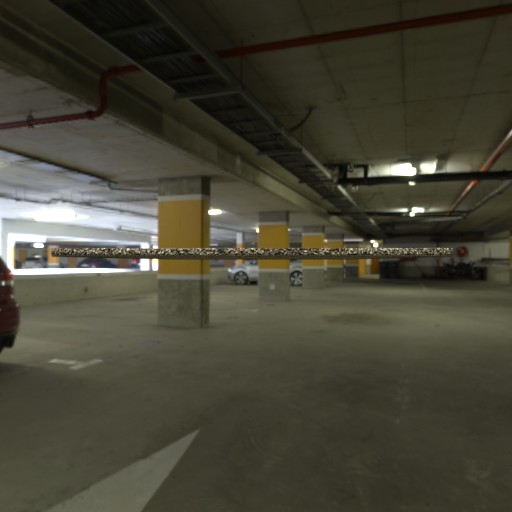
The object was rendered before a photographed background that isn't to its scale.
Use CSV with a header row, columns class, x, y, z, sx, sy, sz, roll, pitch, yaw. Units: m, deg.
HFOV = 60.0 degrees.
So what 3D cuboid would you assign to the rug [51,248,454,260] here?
class,x,y,z,sx,sy,sz,roll,pitch,yaw
rug,0.000,0.000,2.111,1.198,0.025,1.601,0,-1,1
